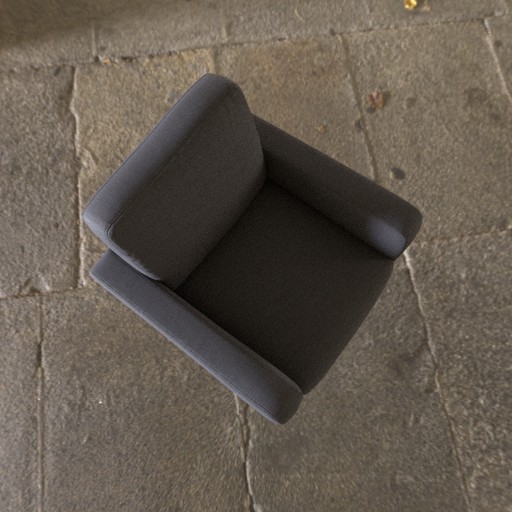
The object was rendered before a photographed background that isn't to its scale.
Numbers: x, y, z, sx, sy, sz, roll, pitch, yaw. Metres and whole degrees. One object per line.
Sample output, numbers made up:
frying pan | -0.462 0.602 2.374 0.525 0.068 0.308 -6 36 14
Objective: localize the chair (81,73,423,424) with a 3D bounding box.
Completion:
chair | 0.000 0.000 1.514 0.863 0.855 0.798 36 77 10
